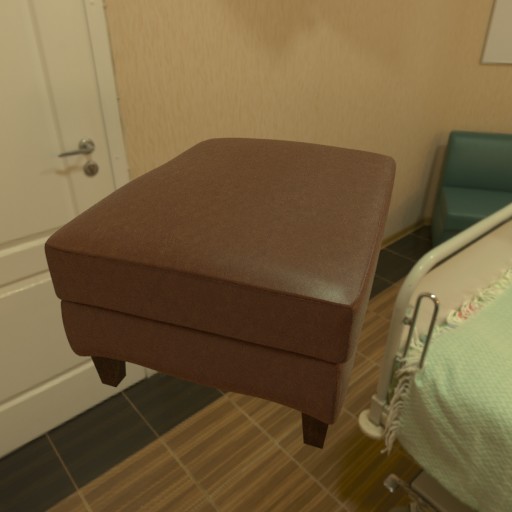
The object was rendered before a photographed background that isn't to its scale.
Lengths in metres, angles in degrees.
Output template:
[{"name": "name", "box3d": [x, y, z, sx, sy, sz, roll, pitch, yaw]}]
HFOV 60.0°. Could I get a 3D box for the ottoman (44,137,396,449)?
[{"name": "ottoman", "box3d": [0.000, 0.000, 1.220, 0.650, 0.485, 0.851, 10, 32, 17]}]
